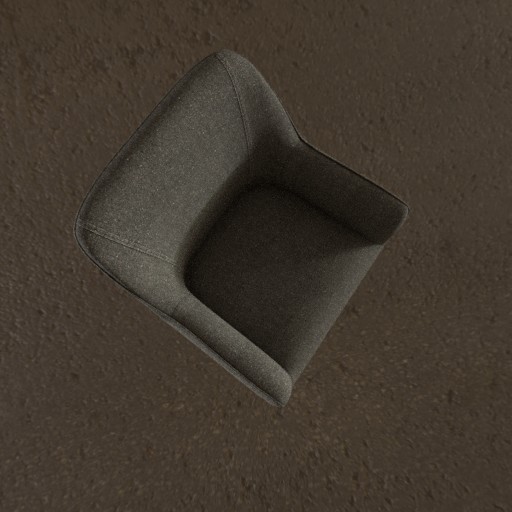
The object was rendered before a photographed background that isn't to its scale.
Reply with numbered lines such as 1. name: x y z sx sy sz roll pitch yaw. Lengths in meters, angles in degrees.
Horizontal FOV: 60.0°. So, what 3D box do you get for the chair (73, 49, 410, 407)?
1. chair: 0.000 0.000 1.141 0.519 0.803 0.543 34 79 8
